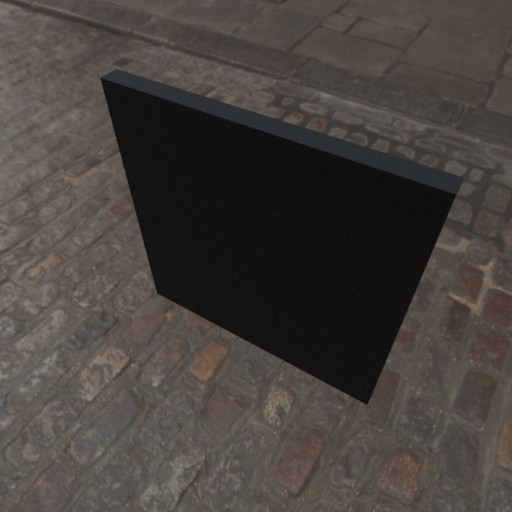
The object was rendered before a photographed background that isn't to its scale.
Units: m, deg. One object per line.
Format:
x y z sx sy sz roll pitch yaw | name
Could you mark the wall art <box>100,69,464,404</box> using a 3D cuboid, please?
0.000 0.000 0.678 0.462 0.458 0.030 24 52 21 | wall art
